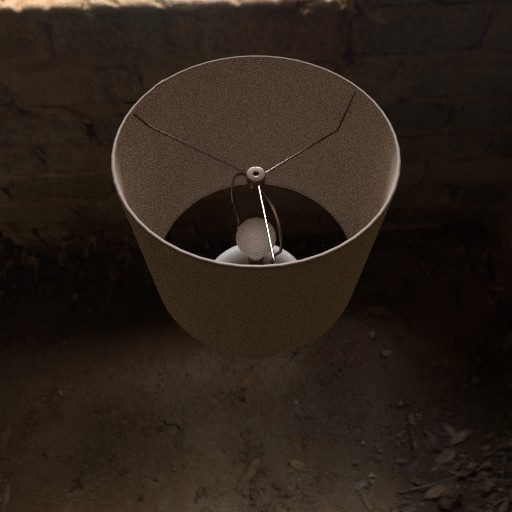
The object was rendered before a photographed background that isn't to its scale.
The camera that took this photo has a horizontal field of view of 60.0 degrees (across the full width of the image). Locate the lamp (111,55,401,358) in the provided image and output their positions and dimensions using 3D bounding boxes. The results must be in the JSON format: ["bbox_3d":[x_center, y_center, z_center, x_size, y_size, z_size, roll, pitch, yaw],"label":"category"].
[{"bbox_3d":[0.000,0.000,0.591,0.269,0.409,0.269,-34,65,-18],"label":"lamp"}]
